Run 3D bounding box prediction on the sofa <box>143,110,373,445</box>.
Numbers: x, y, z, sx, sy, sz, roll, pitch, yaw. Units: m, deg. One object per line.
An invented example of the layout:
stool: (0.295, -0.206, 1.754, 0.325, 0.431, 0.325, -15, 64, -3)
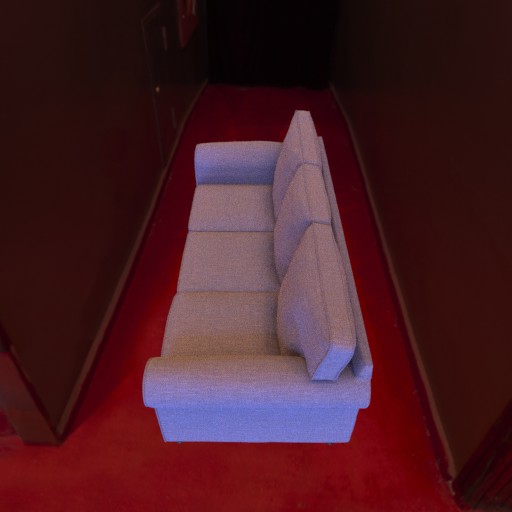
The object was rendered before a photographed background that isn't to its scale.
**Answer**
sofa: (0.000, 0.000, 2.602, 0.916, 0.961, 2.084, 0, 41, 0)
